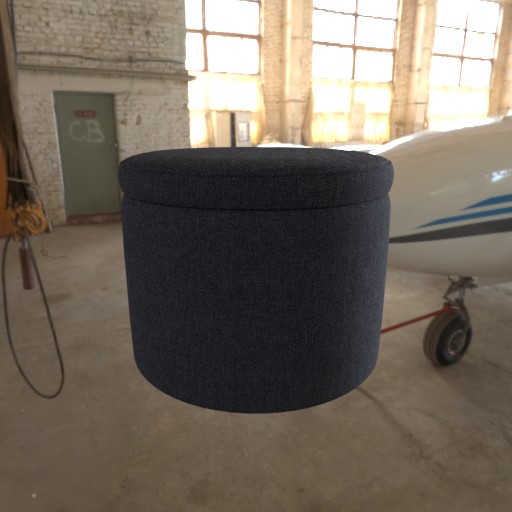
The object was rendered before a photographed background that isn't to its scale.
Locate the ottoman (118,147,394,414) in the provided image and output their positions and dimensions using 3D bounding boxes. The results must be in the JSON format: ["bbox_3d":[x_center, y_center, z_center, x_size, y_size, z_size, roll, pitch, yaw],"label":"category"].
[{"bbox_3d":[0.000,0.000,0.915,0.520,0.430,0.520,0,16,0],"label":"ottoman"}]
